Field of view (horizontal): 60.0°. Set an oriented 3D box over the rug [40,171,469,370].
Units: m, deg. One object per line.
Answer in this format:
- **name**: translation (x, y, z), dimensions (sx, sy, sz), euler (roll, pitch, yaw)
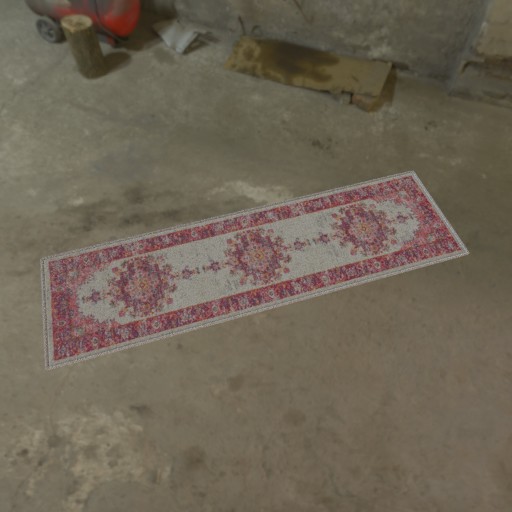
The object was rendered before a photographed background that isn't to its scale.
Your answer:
- **rug**: translation (0.000, 0.000, 2.462), dimensions (2.294, 0.011, 0.666), euler (-14, 58, -9)
